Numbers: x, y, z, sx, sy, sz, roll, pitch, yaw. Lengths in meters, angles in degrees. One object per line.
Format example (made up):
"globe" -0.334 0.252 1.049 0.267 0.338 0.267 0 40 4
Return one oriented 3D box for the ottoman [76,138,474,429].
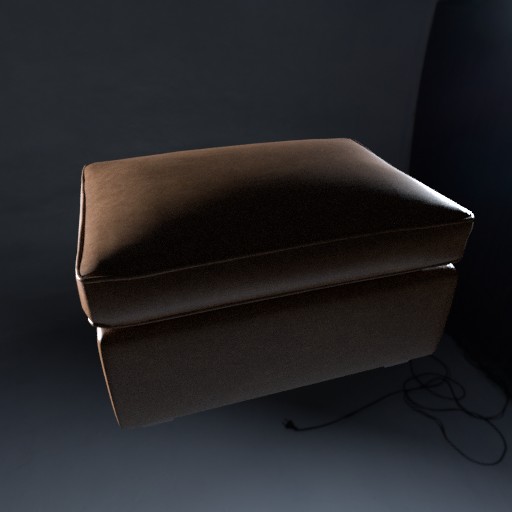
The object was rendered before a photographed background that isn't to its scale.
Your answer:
"ottoman" 0.000 0.000 1.077 0.756 0.468 0.554 -9 33 -15
